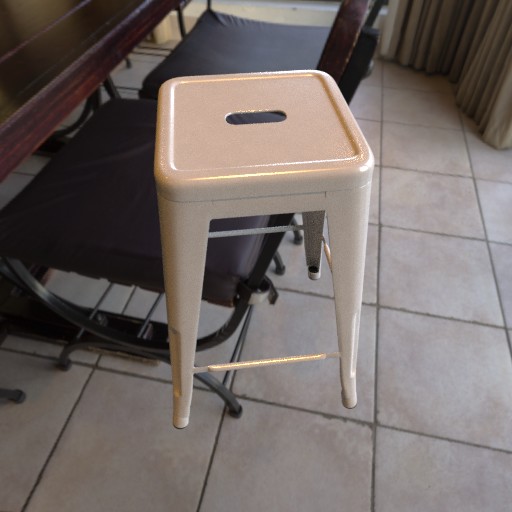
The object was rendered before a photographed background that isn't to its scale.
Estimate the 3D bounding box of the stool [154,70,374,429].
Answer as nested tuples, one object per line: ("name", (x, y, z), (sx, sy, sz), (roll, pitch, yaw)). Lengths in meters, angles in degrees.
("stool", (0.000, 0.000, 0.877), (0.406, 0.610, 0.406), (-5, 47, -5))
